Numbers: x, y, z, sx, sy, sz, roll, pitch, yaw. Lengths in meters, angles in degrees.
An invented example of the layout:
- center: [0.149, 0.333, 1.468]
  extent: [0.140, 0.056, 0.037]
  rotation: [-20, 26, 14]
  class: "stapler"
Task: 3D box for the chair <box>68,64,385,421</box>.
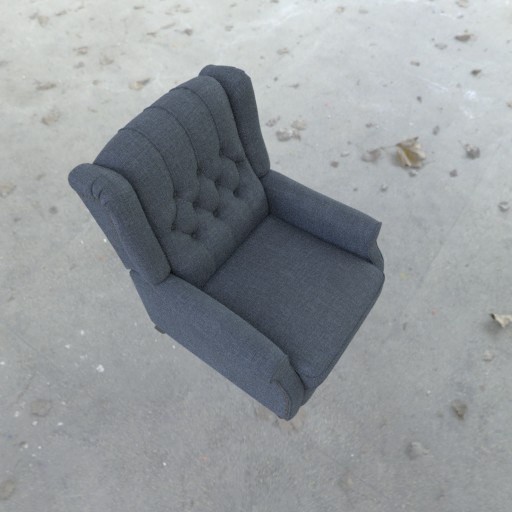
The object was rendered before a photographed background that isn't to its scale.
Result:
- center: [0.000, 0.000, 1.659]
  extent: [0.898, 1.035, 0.742]
  rotation: [31, 63, 18]
  class: "chair"
